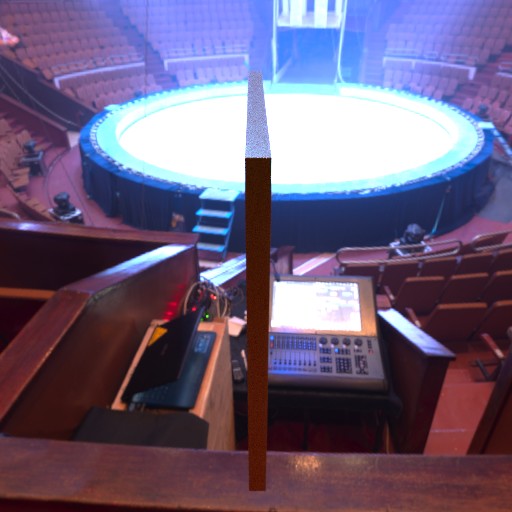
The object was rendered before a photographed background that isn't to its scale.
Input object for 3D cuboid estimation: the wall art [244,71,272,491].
[{"bbox_3d":[0.000,0.000,1.116,0.037,0.760,0.762,0,31,0],"label":"wall art"}]
